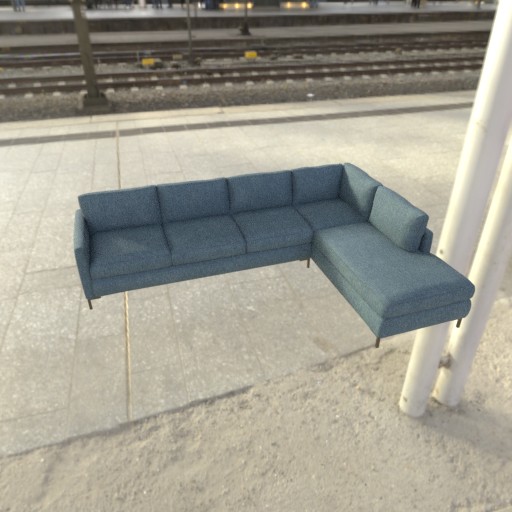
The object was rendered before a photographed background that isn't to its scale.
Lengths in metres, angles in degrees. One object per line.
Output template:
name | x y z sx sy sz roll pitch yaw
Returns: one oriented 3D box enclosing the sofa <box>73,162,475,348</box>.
sofa | 0.000 0.000 3.812 2.949 0.815 2.007 -10 33 -15
